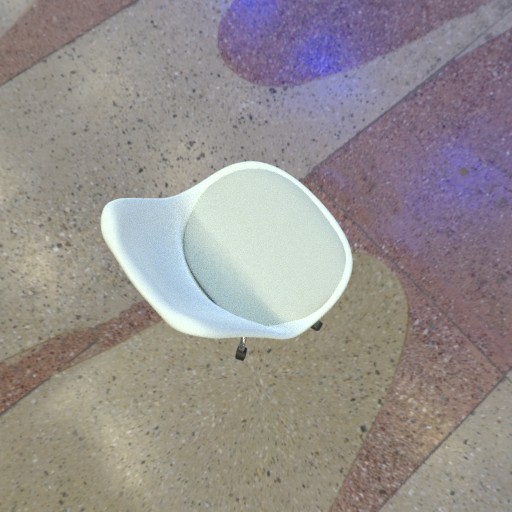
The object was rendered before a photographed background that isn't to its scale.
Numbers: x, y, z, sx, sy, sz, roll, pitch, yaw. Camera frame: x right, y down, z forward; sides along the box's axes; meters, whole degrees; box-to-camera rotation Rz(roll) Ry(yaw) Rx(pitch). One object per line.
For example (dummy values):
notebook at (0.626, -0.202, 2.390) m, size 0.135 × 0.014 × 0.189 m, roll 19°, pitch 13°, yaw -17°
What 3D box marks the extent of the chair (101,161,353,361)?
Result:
chair at (0.000, 0.000, 1.248) m, size 0.550 × 0.930 × 0.550 m, roll -38°, pitch 78°, yaw -10°
